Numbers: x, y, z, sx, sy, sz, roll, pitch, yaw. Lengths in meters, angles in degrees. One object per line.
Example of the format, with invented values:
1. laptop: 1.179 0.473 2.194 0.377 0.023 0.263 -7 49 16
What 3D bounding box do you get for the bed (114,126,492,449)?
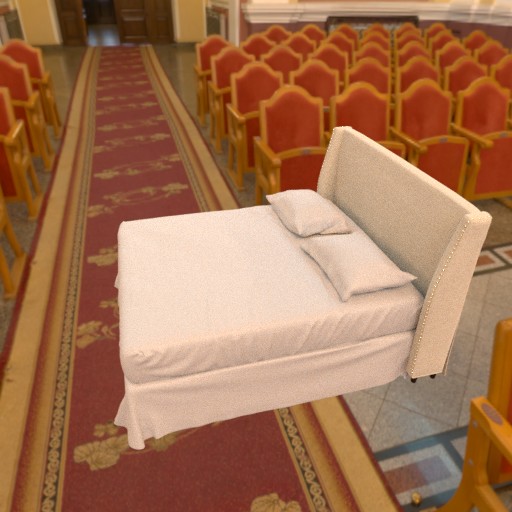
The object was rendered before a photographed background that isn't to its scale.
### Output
1. bed: 0.000 0.000 3.352 2.276 1.332 1.925 -8 33 -13
